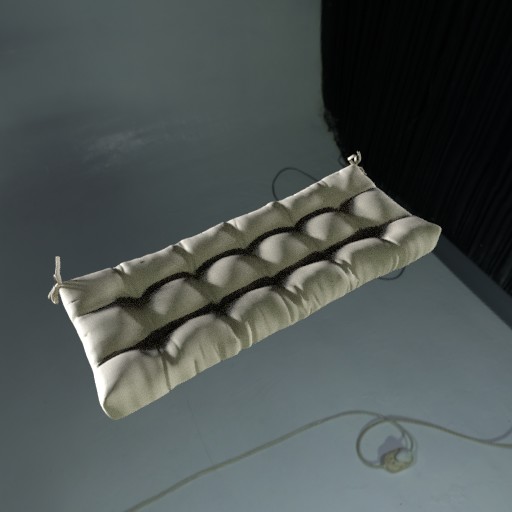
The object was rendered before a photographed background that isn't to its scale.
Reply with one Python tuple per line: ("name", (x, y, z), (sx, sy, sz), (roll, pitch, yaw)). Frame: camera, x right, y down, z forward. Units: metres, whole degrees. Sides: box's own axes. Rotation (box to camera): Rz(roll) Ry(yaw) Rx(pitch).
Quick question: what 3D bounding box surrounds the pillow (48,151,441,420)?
("pillow", (0.000, 0.000, 1.385), (1.194, 0.174, 0.511), (-24, 52, -21))
